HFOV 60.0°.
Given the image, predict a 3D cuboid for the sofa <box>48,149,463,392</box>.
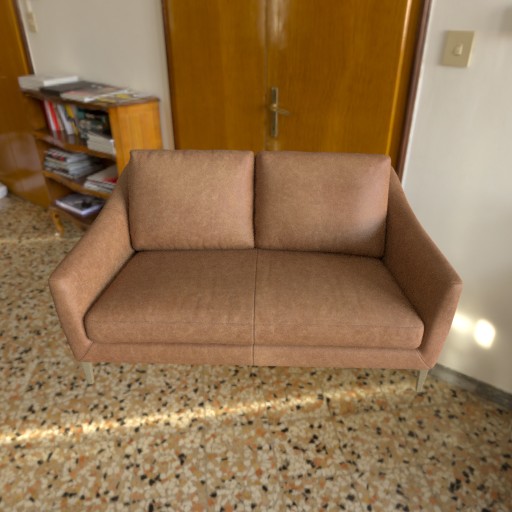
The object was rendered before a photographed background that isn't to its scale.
[{"bbox_3d":[0.000,0.000,2.176,1.619,0.902,0.960,1,29,2],"label":"sofa"}]
